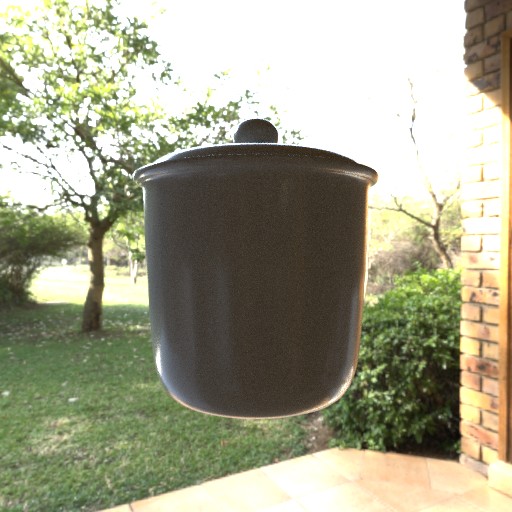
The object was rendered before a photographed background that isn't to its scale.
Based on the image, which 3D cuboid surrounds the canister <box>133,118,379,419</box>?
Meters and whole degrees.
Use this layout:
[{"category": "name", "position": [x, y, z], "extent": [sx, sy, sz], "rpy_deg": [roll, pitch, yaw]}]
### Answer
[{"category": "canister", "position": [0.000, 0.000, 0.340], "extent": [0.182, 0.208, 0.182], "rpy_deg": [0, 1, 0]}]
